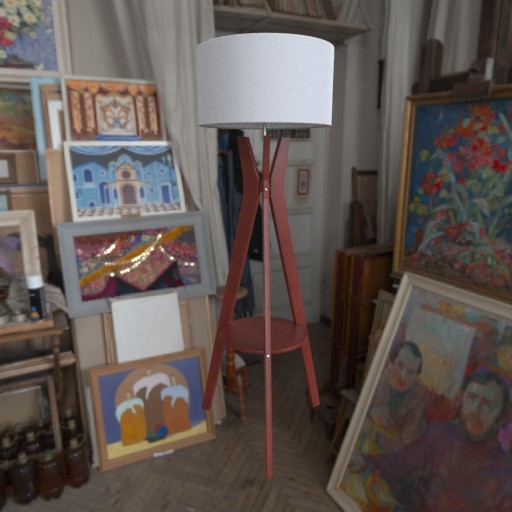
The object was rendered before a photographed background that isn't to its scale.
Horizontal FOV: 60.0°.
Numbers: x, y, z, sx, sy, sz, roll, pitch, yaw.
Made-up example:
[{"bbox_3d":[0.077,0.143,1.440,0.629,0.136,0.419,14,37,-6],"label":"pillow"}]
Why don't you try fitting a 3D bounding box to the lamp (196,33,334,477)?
[{"bbox_3d":[0.000,0.000,1.722,0.542,1.472,0.539,7,15,26],"label":"lamp"}]
